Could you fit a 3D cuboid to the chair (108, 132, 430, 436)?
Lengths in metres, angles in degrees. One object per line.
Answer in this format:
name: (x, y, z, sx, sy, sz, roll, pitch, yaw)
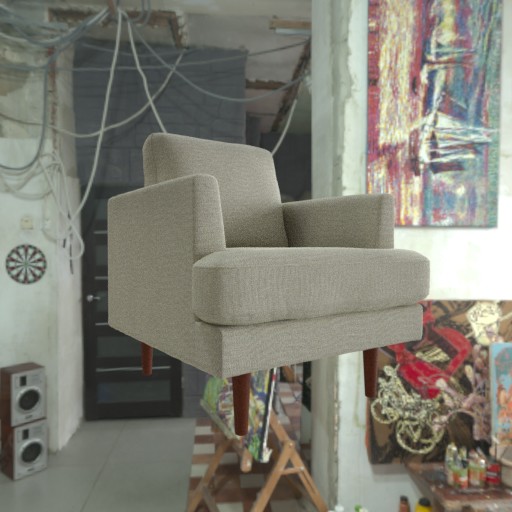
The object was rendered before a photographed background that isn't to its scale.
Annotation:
chair: (0.000, 0.000, 1.617, 0.858, 0.957, 0.899, -1, 2, -35)
